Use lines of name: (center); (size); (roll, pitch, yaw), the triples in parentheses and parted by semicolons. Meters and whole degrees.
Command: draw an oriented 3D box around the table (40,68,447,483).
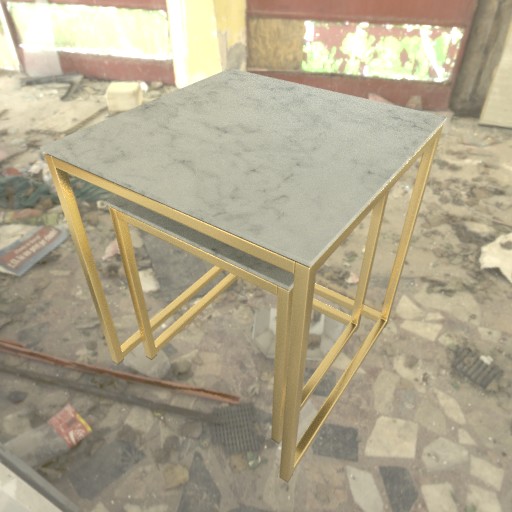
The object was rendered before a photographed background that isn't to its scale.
table: (0.000, 0.000, 0.842); (0.450, 0.500, 0.450); (24, 45, 26)
